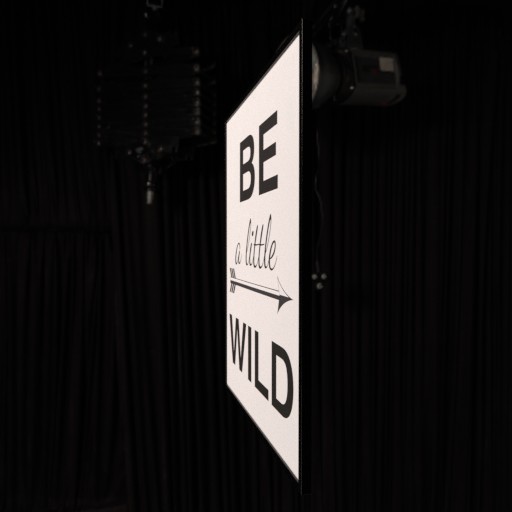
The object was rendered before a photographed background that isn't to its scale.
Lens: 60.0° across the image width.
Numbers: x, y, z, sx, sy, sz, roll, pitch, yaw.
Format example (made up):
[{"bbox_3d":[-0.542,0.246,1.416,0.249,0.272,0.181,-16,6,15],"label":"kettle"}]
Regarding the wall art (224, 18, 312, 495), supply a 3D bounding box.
[{"bbox_3d":[0.000,0.000,0.755,0.013,0.582,0.442,0,1,-16],"label":"wall art"}]
